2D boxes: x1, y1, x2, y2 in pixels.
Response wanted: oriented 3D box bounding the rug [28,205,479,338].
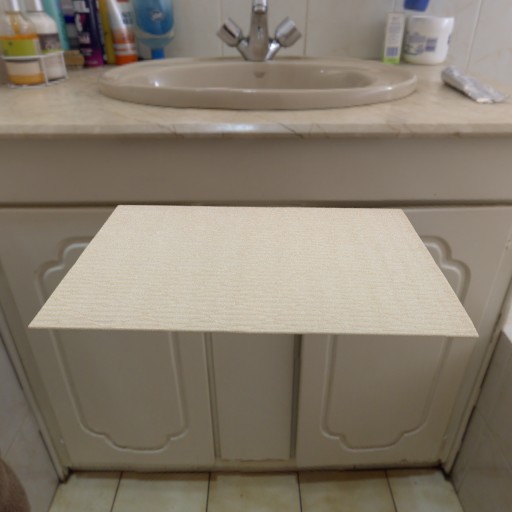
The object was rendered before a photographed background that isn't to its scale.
[{"bbox_3d":[0.000,0.000,2.332,1.848,0.014,1.238,1,31,2],"label":"rug"}]
